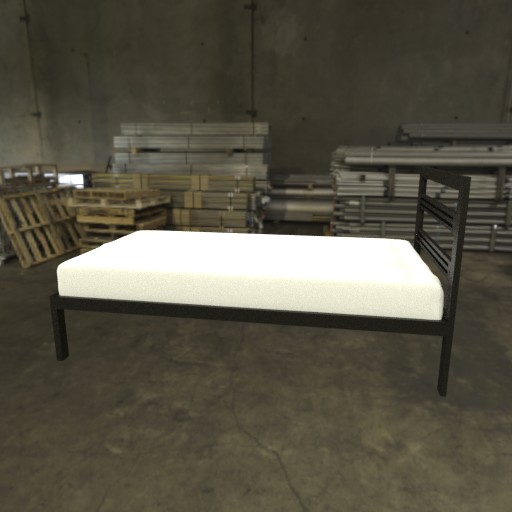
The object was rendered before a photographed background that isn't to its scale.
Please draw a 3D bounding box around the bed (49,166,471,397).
[{"bbox_3d":[0.000,0.000,2.500,1.930,0.967,0.991,3,14,10],"label":"bed"}]
